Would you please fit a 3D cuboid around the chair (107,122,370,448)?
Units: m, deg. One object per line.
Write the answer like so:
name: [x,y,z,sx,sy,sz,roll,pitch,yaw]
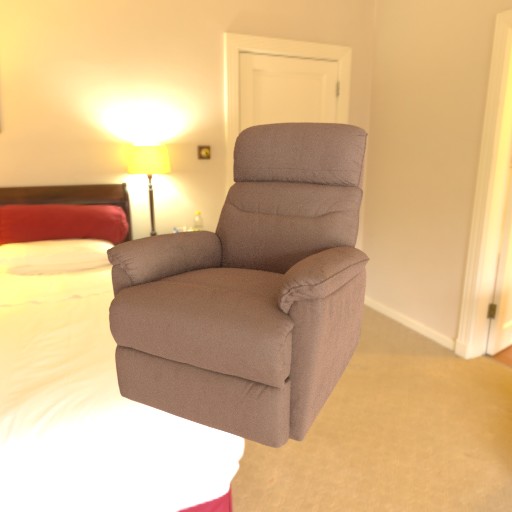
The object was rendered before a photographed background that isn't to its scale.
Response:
chair: [0.000,0.000,1.733,0.820,1.037,1.004,7,16,26]
